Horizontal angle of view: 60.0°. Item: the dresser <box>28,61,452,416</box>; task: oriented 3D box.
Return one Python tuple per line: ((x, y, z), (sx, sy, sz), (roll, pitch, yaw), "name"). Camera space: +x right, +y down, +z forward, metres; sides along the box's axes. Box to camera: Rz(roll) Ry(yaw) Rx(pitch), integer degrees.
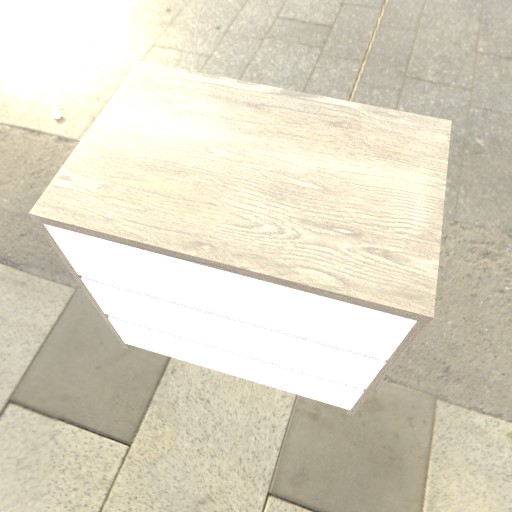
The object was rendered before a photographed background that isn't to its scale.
((0.000, 0.000, 1.298), (0.809, 0.762, 0.529), (14, 59, 9), "dresser")
